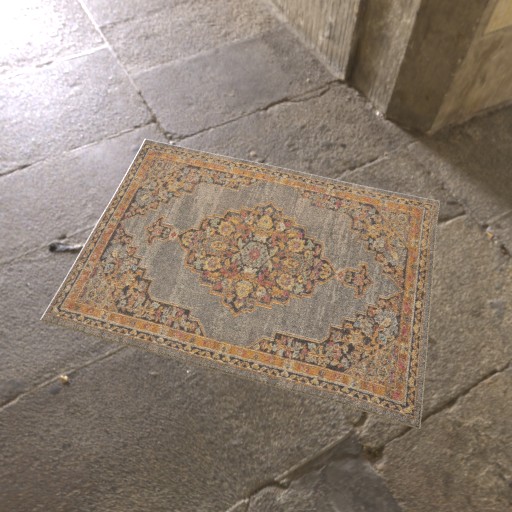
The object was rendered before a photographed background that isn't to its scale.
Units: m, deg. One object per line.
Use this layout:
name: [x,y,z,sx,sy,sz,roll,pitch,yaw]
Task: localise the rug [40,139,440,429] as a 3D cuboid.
rug: [0.000,0.000,3.932,3.063,0.024,2.158,14,60,8]
